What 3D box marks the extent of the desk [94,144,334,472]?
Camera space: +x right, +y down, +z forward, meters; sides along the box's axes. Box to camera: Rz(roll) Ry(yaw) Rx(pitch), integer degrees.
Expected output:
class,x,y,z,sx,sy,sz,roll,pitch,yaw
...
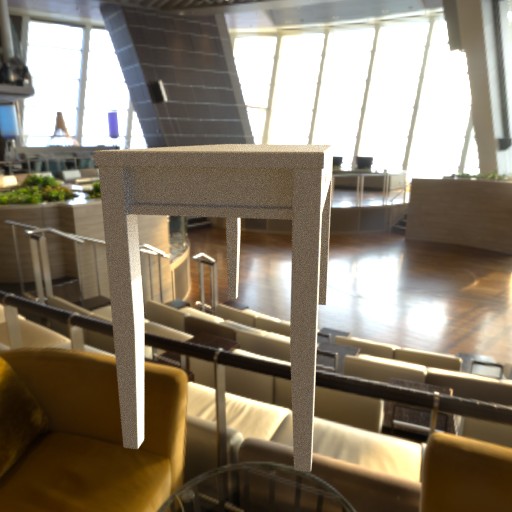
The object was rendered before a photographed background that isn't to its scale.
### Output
class,x,y,z,sx,sy,sz,roll,pitch,yaw
desk,0.000,0.000,1.614,0.508,0.775,1.220,3,15,10
